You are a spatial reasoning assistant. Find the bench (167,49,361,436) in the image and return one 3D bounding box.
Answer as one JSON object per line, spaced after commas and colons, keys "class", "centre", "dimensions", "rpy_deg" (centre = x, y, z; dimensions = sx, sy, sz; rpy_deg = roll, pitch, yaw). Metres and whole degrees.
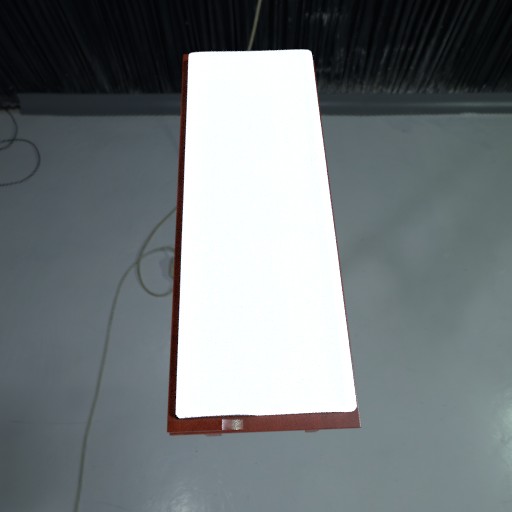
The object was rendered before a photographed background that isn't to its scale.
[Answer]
{"class": "bench", "centre": [0.000, 0.000, 1.296], "dimensions": [0.369, 0.646, 0.987], "rpy_deg": [-2, 65, -1]}
